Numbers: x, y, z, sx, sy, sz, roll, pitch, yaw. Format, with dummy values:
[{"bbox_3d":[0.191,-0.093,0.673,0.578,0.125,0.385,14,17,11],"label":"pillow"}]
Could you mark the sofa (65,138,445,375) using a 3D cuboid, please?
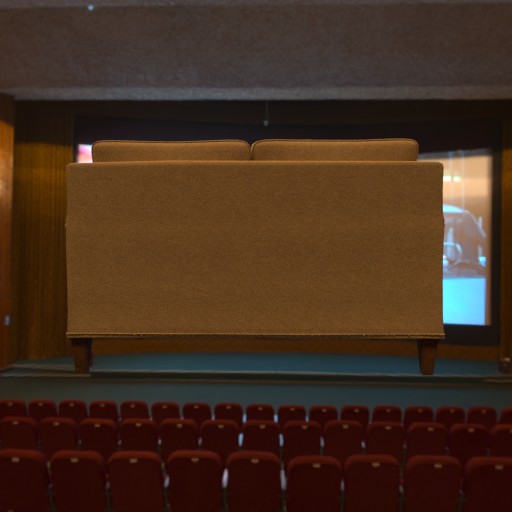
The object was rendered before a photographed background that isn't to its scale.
[{"bbox_3d":[0.000,0.000,2.273,1.597,1.002,1.084,0,-2,1],"label":"sofa"}]
